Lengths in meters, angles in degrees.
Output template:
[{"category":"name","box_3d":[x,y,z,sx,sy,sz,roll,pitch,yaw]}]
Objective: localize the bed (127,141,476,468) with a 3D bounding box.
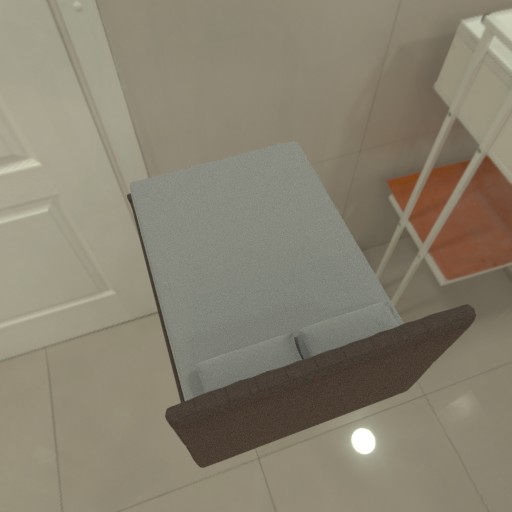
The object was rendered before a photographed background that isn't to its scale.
[{"category":"bed","box_3d":[0.000,0.000,3.375,1.698,1.427,2.387,-16,59,-10]}]
